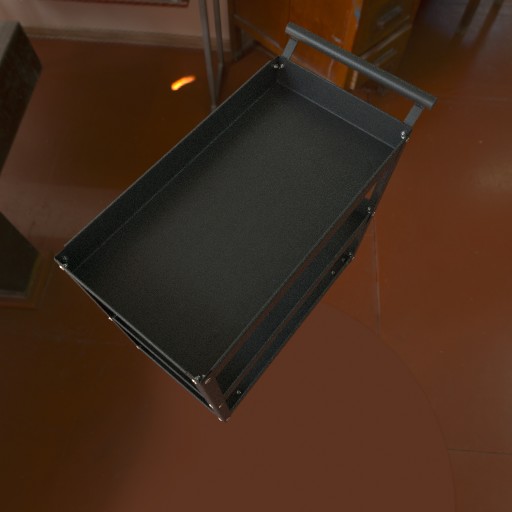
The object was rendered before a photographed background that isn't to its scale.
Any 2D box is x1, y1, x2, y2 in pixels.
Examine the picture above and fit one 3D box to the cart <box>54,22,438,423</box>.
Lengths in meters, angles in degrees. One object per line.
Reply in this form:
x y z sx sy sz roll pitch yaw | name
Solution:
0.000 0.000 1.162 0.366 0.780 0.719 36 69 16 | cart
